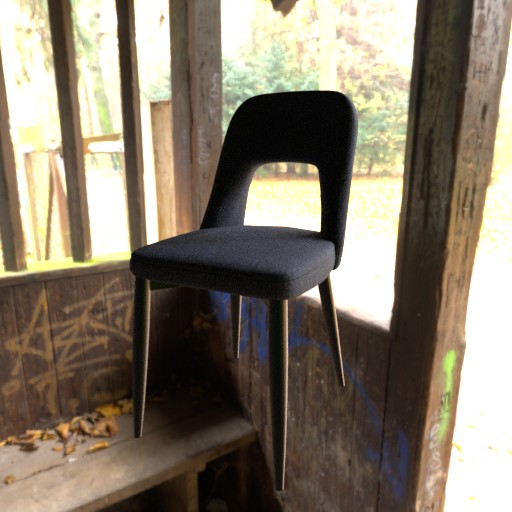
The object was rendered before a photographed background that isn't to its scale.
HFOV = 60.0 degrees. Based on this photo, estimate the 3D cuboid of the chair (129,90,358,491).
[{"bbox_3d":[0.000,0.000,1.247,0.470,0.931,0.612,7,16,26],"label":"chair"}]
